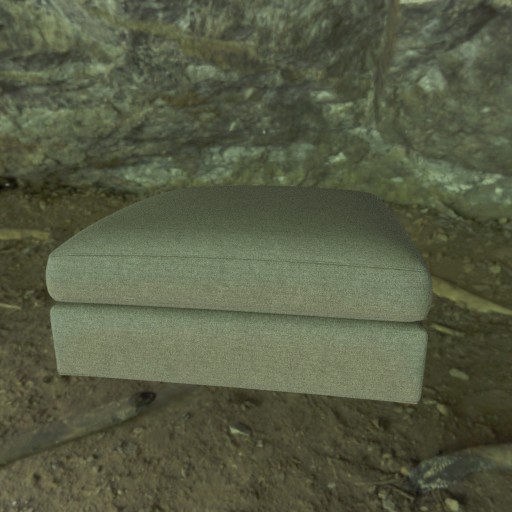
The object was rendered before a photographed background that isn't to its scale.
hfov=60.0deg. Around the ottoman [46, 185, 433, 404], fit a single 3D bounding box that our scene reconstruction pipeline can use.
[{"bbox_3d":[0.000,0.000,1.638,1.041,0.470,1.041,2,17,8],"label":"ottoman"}]
